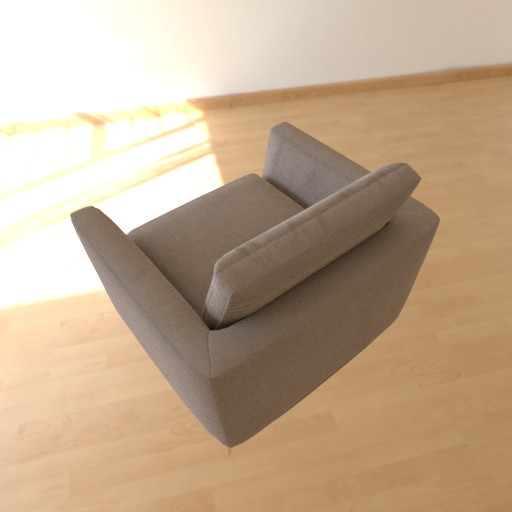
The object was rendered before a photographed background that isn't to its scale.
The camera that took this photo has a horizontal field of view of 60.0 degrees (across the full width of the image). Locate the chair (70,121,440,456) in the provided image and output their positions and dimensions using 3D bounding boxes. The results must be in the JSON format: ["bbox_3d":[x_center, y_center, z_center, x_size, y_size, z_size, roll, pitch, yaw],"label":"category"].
[{"bbox_3d":[0.000,0.000,1.694,1.041,0.864,0.889,-30,53,-26],"label":"chair"}]
